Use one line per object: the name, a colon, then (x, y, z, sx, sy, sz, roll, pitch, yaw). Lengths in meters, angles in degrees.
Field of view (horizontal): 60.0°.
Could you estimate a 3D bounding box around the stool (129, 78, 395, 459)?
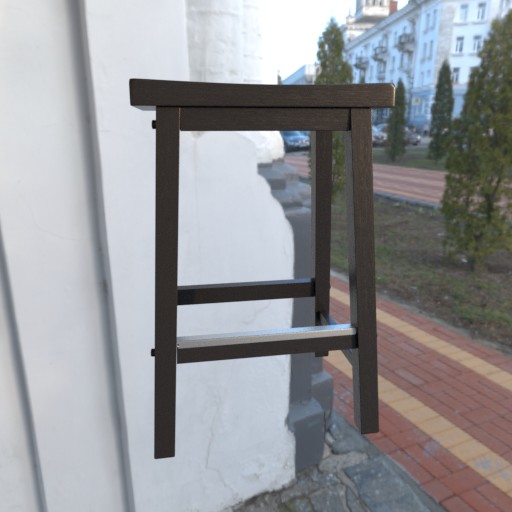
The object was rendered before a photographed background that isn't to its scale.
stool: (0.000, 0.000, 0.852, 0.406, 0.610, 0.322, -3, 17, -9)
